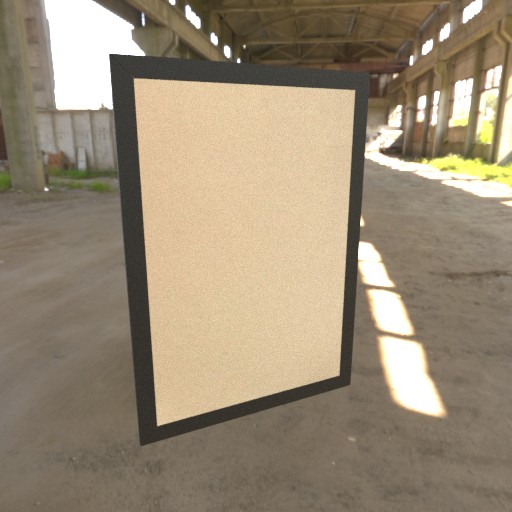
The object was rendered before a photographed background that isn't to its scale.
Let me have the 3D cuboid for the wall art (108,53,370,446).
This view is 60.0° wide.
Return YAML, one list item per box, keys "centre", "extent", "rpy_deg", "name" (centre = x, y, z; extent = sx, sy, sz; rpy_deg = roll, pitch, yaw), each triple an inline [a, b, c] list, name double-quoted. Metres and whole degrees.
- centre: [0.000, 0.000, 0.662]
  extent: [0.379, 0.530, 0.008]
  rpy_deg: [-7, 17, -25]
  name: "wall art"
